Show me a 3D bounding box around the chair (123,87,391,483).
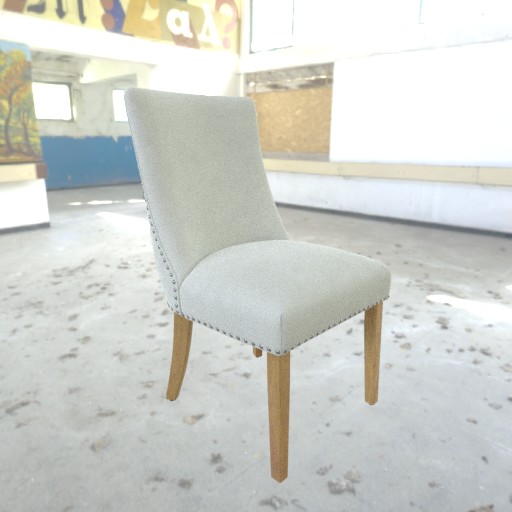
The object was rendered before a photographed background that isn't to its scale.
[{"bbox_3d":[0.000,0.000,1.254,0.610,0.902,0.495,14,21,42],"label":"chair"}]
